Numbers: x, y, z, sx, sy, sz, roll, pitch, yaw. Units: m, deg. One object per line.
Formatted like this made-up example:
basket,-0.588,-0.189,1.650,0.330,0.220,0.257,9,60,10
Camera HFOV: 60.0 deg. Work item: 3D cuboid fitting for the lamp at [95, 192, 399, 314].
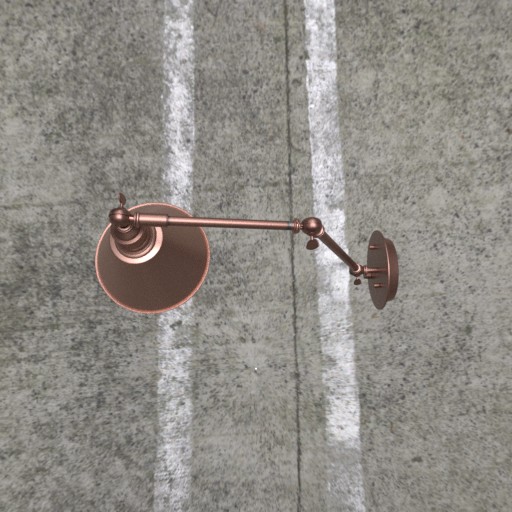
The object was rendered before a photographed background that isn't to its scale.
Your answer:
lamp,0.000,0.000,0.879,0.624,0.502,0.223,-1,76,0
